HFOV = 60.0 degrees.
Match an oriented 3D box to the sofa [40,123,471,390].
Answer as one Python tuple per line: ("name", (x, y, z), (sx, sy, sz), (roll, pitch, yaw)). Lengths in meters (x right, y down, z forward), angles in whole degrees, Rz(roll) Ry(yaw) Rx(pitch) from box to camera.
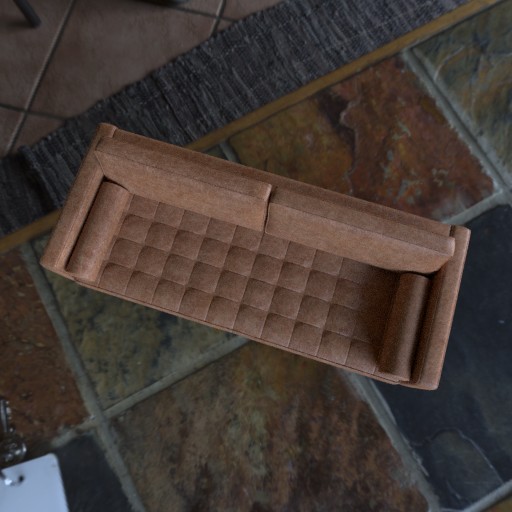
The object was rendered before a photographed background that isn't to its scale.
("sofa", (0.000, 0.000, 2.574), (2.200, 0.770, 0.919), (17, 77, 4))
